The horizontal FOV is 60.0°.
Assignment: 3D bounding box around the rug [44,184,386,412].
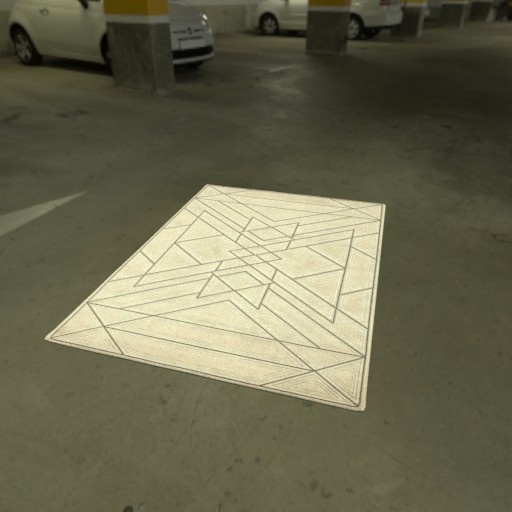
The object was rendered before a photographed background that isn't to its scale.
[{"bbox_3d":[0.000,0.000,4.510,2.436,0.026,3.381,9,32,14],"label":"rug"}]
